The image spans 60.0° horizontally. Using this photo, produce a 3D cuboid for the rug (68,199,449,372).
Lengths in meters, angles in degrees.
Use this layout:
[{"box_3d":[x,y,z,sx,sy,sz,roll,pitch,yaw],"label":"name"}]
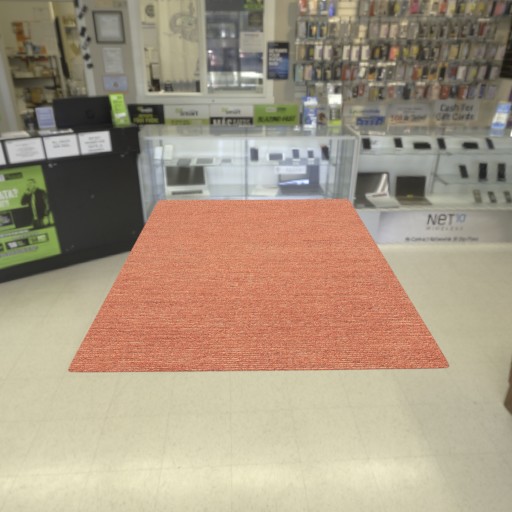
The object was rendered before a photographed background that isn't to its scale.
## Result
[{"box_3d":[0.000,0.000,2.771,1.594,0.009,2.112,0,27,-1],"label":"rug"}]
